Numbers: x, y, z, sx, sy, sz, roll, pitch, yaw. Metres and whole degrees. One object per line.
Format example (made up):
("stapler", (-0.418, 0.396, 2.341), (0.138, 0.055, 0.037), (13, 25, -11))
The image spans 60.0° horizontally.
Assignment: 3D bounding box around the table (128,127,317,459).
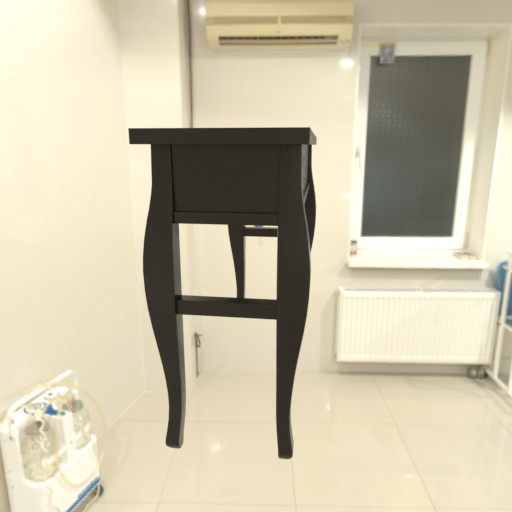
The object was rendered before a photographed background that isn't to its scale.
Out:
("table", (0.000, 0.000, 1.450), (0.373, 0.768, 1.062), (2, 14, 8))
